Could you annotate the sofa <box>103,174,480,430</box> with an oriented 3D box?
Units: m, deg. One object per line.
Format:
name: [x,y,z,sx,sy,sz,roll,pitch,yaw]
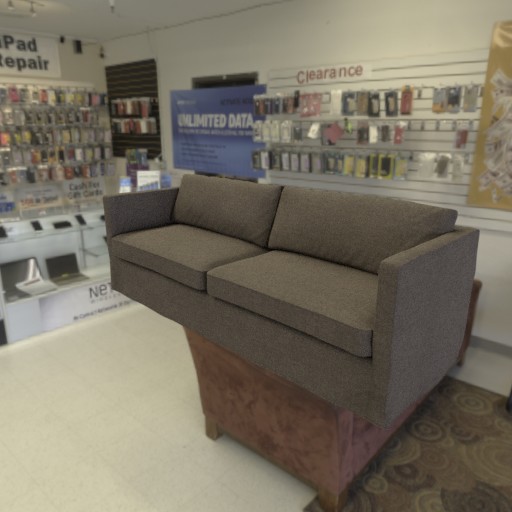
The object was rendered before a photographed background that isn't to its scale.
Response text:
sofa: [0.000,0.000,3.290,2.779,0.998,1.036,16,23,42]
